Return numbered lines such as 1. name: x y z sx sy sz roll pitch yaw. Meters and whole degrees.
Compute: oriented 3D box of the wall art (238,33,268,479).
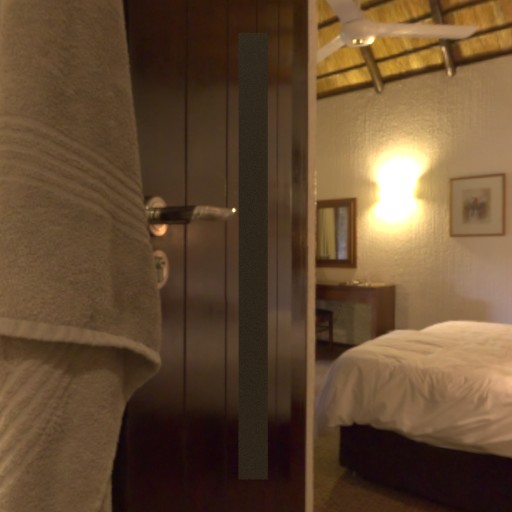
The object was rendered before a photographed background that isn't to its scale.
1. wall art: 0.000 0.000 0.757 0.033 0.507 0.508 0 0 1
